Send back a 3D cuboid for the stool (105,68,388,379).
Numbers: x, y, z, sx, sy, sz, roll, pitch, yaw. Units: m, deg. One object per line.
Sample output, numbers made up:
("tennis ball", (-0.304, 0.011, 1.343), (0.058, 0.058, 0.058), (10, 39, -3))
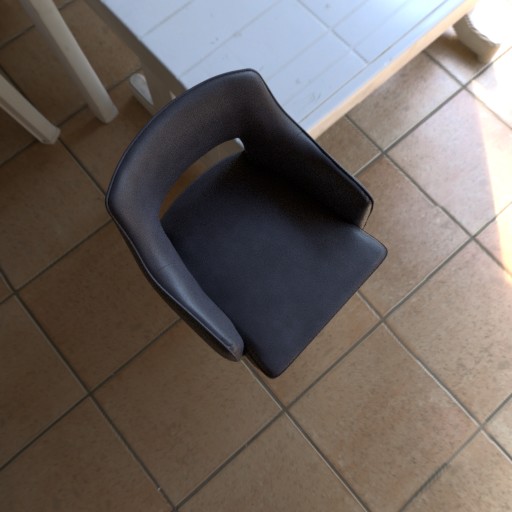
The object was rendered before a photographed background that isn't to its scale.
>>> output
("stool", (0.000, 0.000, 1.307), (0.560, 0.936, 0.550), (42, 79, 10))
